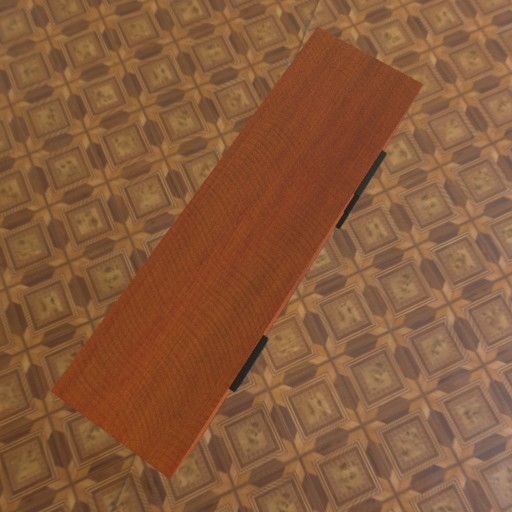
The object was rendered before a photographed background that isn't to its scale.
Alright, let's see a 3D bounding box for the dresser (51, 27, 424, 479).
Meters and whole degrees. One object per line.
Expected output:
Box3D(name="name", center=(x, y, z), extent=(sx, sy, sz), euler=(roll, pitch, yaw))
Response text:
Box3D(name="dresser", center=(0.000, 0.000, 1.839), extent=(0.464, 0.810, 1.536), euler=(32, 78, 8))
